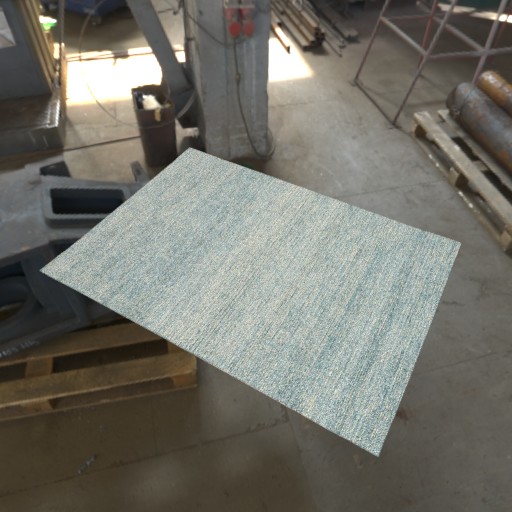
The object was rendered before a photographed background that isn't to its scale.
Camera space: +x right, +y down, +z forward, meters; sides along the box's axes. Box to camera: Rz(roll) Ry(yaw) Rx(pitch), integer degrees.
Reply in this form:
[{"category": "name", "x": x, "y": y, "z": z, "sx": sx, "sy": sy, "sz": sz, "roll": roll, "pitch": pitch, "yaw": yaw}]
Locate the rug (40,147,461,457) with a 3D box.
[{"category": "rug", "x": 0.000, "y": 0.000, "z": 2.888, "sx": 2.260, "sy": 0.026, "sz": 1.611, "roll": 23, "pitch": 51, "yaw": 21}]
